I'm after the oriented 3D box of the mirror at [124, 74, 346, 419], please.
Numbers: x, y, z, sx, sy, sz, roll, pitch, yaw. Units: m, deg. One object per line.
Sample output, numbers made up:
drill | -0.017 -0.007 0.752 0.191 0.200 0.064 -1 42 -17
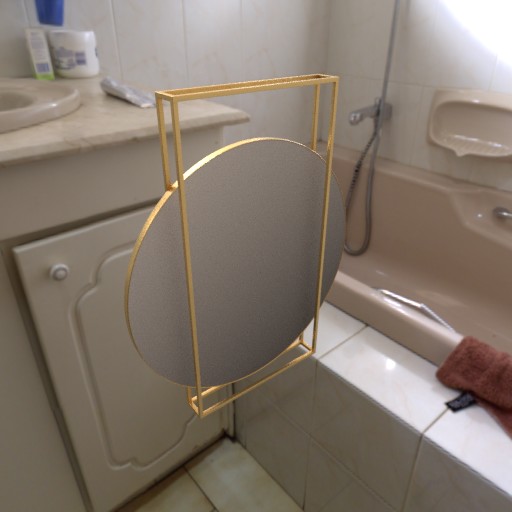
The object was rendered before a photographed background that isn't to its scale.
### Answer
mirror | 0.000 0.000 0.824 0.508 0.603 0.051 -21 35 -32
